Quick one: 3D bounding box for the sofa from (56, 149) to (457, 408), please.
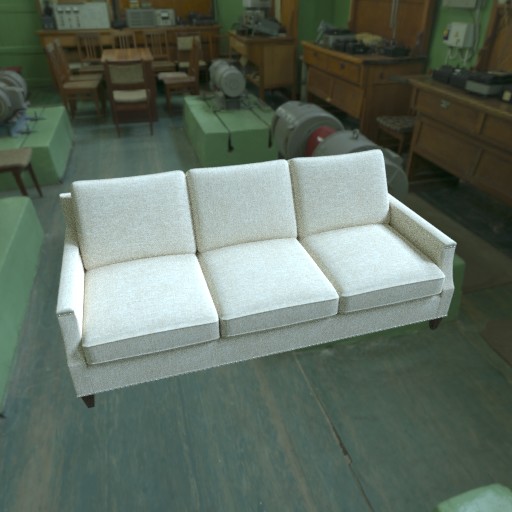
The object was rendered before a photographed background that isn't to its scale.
[{"bbox_3d":[0.000,0.000,2.741,2.210,0.940,1.041,-9,33,-14],"label":"sofa"}]
